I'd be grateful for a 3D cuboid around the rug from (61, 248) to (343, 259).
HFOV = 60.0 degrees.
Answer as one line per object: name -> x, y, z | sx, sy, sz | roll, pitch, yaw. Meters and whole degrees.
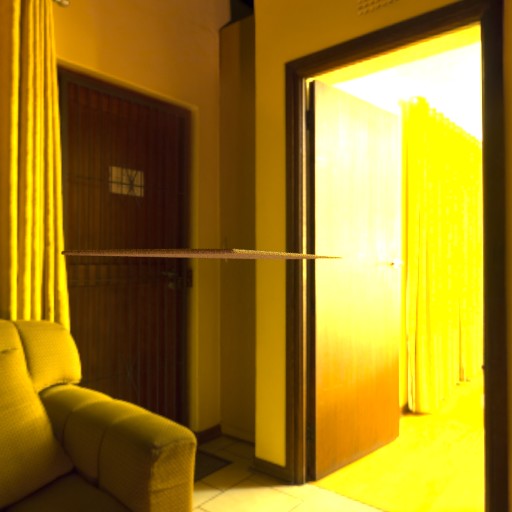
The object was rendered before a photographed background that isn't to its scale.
rug -> 0.000, 0.000, 2.532 | 0.659, 0.019, 2.297 | 0, -1, 19
